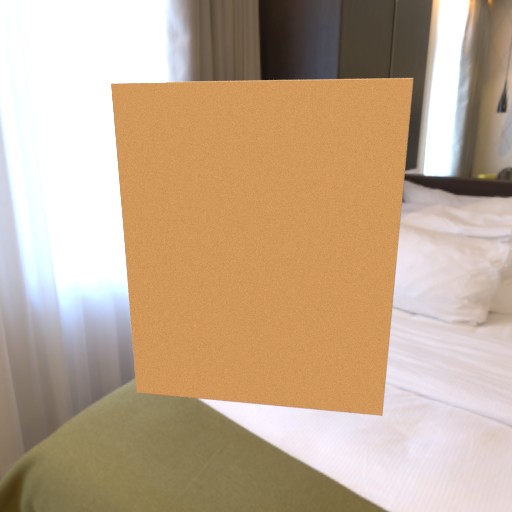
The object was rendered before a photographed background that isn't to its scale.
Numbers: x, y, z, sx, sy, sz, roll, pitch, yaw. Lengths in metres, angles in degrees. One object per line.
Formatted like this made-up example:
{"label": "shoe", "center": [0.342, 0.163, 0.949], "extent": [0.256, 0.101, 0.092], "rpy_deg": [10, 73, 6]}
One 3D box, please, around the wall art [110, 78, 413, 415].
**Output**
{"label": "wall art", "center": [0.000, 0.000, 0.748], "extent": [0.452, 0.549, 0.038], "rpy_deg": [2, 16, 9]}
